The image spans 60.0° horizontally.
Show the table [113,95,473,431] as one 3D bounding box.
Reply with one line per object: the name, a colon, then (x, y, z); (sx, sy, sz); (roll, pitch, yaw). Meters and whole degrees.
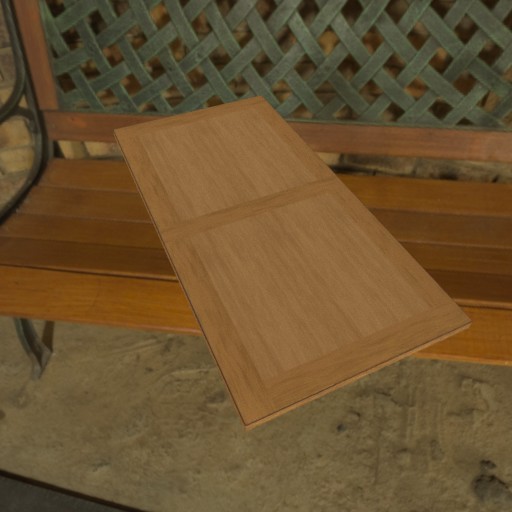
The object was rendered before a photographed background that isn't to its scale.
table: (0.000, 0.000, 2.514); (1.000, 0.762, 1.982); (-19, 51, -16)
